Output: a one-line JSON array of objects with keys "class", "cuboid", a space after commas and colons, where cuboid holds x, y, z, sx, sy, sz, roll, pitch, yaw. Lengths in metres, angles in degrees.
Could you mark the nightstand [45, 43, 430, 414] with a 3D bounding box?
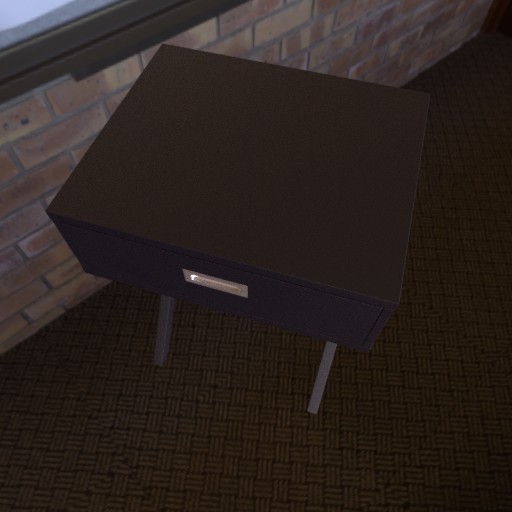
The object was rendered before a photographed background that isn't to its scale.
[{"class": "nightstand", "cuboid": [0.000, 0.000, 0.931, 0.479, 0.623, 0.402, 15, 59, 9]}]
